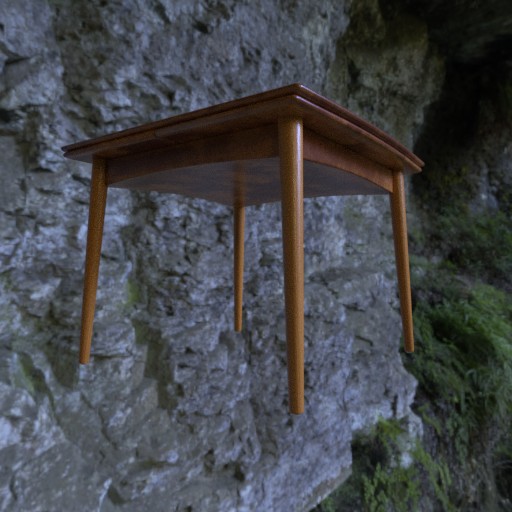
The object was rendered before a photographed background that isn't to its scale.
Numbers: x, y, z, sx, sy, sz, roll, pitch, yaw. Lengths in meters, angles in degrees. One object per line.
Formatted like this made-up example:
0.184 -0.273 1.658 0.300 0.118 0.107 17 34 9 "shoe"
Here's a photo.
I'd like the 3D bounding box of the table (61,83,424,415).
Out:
0.000 0.000 1.640 0.991 0.754 0.991 0 -1 36 "table"
